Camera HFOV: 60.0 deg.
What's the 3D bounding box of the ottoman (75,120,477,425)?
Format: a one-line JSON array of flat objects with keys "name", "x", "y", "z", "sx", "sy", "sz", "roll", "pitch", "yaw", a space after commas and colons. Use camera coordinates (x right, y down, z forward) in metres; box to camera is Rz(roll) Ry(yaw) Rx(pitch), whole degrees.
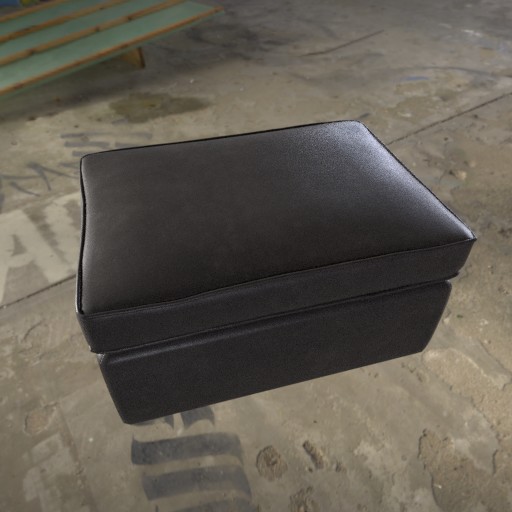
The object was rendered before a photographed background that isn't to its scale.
[{"name": "ottoman", "x": 0.000, "y": 0.000, "z": 1.089, "sx": 0.756, "sy": 0.445, "sz": 0.554, "roll": -11, "pitch": 43, "yaw": -11}]
